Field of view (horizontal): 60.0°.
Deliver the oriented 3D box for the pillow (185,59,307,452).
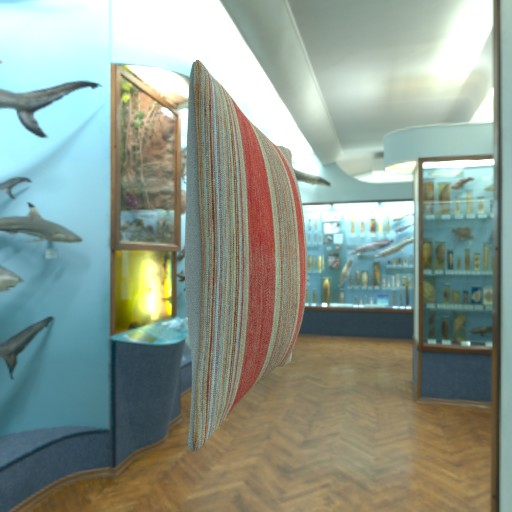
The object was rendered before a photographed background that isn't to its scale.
[{"bbox_3d":[0.000,0.000,0.669,0.136,0.419,0.437,0,0,18],"label":"pillow"}]
